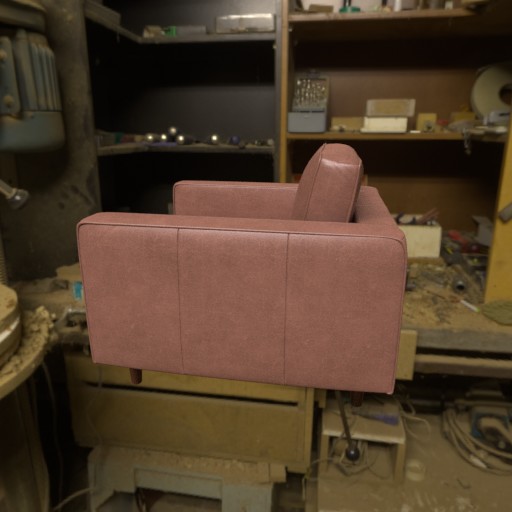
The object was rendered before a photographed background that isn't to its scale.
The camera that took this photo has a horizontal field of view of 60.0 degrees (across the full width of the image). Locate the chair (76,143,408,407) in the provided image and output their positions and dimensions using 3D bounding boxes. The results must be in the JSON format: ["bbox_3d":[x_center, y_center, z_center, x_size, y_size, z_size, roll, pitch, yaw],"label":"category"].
[{"bbox_3d":[0.000,0.000,1.584,0.900,0.770,0.920,3,17,9],"label":"chair"}]
